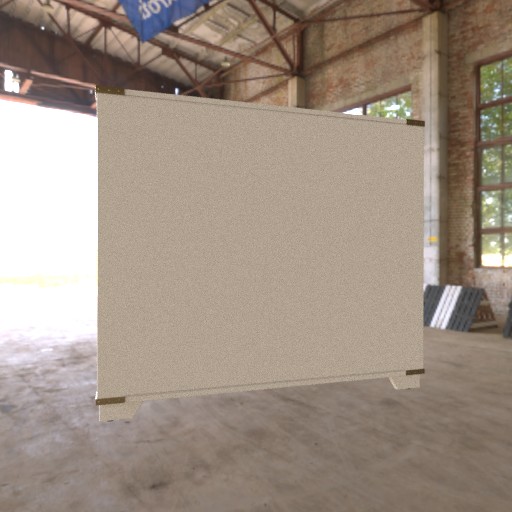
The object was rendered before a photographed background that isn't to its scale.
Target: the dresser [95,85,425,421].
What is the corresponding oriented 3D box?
[{"bbox_3d":[0.000,0.000,1.526,1.022,0.891,0.460,0,0,-18],"label":"dresser"}]
